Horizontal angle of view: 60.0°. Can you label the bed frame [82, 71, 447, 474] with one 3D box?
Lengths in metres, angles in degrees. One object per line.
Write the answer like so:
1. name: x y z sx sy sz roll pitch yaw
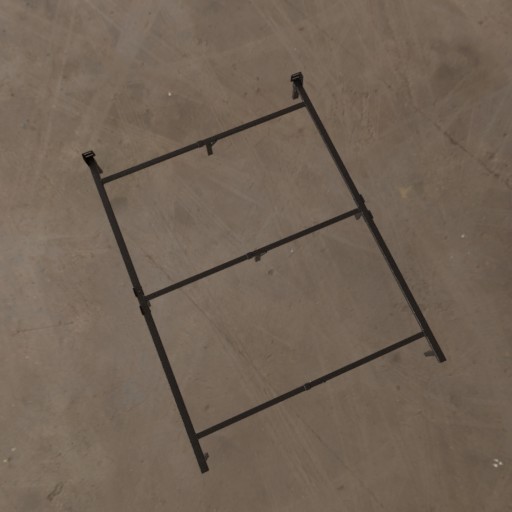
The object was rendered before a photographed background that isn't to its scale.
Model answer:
1. bed frame: 0.000 0.000 2.701 1.498 0.248 1.990 -23 77 -6
